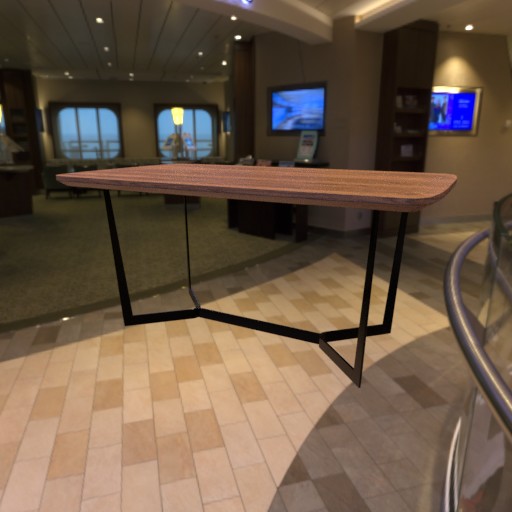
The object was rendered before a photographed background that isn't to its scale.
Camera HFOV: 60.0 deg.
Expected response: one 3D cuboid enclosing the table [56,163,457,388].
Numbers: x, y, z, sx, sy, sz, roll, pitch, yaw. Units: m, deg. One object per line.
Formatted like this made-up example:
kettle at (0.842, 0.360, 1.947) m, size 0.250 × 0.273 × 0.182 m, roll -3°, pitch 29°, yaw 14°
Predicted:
table at (0.000, 0.000, 2.111) m, size 1.643 × 0.765 × 0.949 m, roll 8°, pitch 17°, yaw 27°
